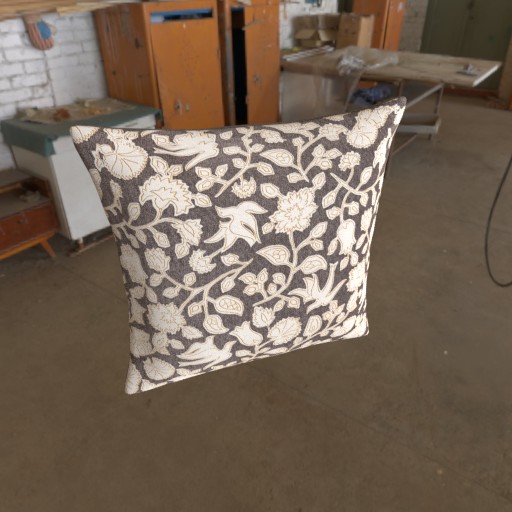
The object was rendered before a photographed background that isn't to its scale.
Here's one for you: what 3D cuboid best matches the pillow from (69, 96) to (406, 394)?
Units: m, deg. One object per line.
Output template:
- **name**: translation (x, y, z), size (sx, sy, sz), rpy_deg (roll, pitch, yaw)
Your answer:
- **pillow**: translation (0.000, 0.000, 0.786), size (0.526, 0.507, 0.166), rpy_deg (-10, 33, -16)
